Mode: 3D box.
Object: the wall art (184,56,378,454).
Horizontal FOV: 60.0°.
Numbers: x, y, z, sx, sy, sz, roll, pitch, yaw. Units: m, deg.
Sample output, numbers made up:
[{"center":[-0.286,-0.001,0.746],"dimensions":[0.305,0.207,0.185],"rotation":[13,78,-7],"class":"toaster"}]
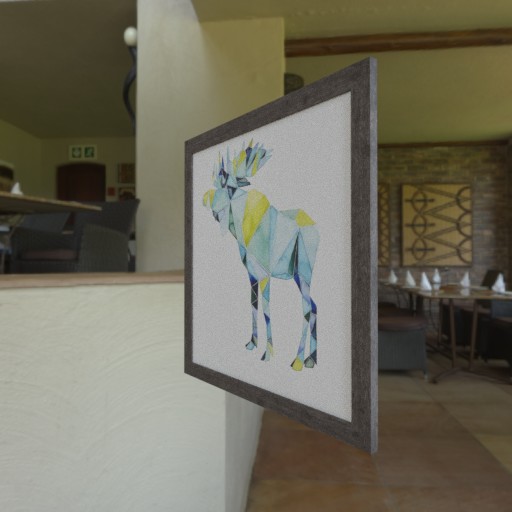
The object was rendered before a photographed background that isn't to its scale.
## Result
[{"center":[0.000,0.000,0.696],"dimensions":[0.013,0.457,0.457],"rotation":[0,-1,-37],"class":"wall art"}]
